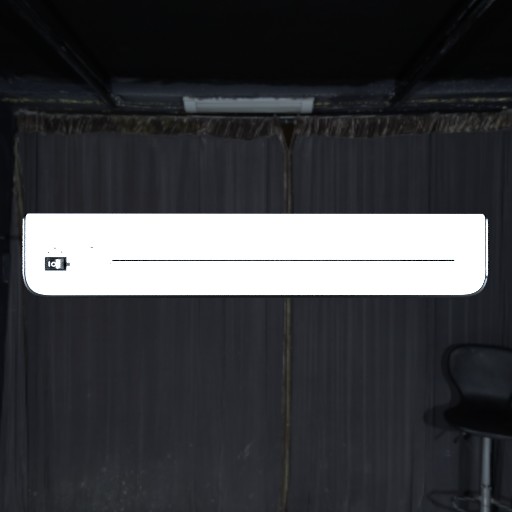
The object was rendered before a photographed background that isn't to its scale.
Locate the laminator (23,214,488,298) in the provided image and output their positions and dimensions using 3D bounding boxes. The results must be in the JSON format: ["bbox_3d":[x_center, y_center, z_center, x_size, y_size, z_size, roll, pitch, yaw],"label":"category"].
[{"bbox_3d":[0.000,0.000,0.374,0.340,0.062,0.123,0,0,-1],"label":"laminator"}]
